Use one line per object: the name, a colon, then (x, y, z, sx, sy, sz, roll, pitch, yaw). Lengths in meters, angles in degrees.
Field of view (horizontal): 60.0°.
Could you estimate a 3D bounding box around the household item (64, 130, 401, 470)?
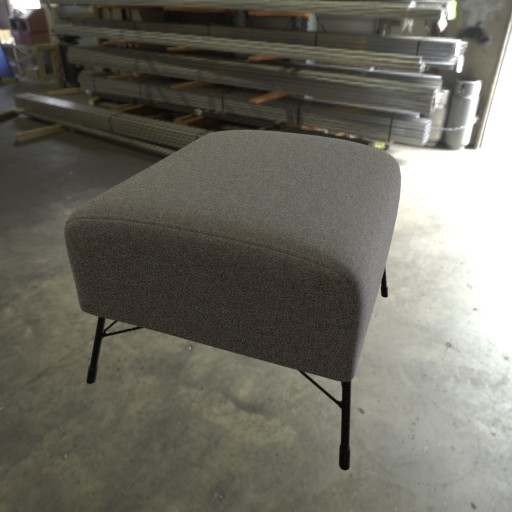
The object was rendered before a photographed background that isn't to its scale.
household item: (0.000, 0.000, 0.911, 0.530, 0.410, 0.530, 11, 33, 18)
